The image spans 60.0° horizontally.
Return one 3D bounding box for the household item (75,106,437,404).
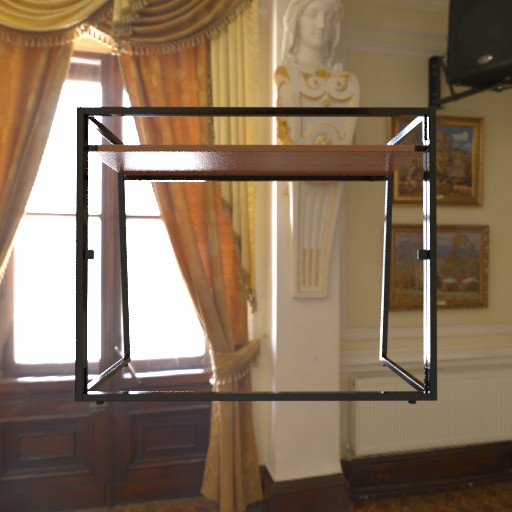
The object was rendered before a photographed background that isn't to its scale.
[{"bbox_3d":[0.000,0.000,1.536,1.050,0.860,0.510,0,-1,0],"label":"household item"}]
